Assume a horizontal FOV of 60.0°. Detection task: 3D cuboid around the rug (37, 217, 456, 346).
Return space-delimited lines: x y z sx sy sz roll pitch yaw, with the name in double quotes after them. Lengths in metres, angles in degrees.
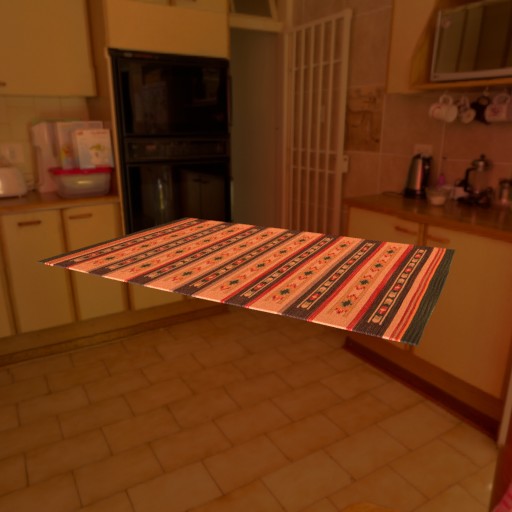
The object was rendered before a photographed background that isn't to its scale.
0.000 0.000 2.304 1.825 0.009 1.221 9 19 27 "rug"
